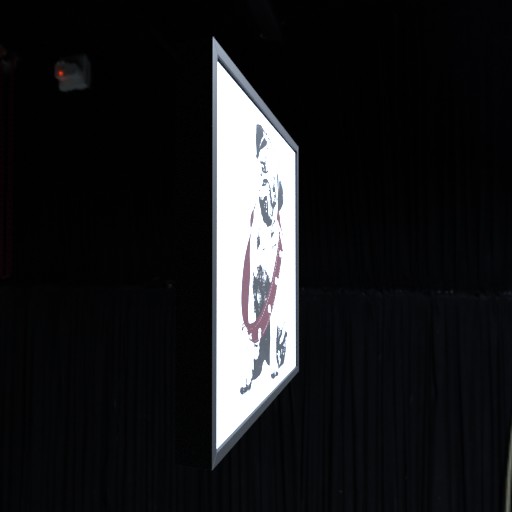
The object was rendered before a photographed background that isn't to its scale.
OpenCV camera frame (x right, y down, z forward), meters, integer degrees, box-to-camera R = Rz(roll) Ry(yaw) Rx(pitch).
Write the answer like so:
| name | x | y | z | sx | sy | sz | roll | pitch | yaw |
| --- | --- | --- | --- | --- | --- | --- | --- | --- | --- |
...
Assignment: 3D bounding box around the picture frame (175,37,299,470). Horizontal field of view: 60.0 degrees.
| name | x | y | z | sx | sy | sz | roll | pitch | yaw |
| --- | --- | --- | --- | --- | --- | --- | --- | --- | --- |
| picture frame | 0.000 | 0.000 | 0.480 | 0.030 | 0.317 | 0.317 | 0 | -1 | 17 |
